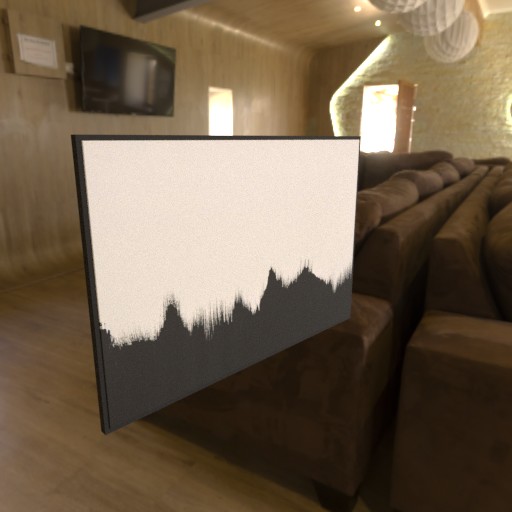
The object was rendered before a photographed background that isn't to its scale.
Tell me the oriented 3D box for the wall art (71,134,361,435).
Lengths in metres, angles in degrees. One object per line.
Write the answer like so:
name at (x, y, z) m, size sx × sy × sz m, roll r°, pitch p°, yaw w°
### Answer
wall art at (0.000, 0.000, 1.535) m, size 1.190 × 0.805 × 0.028 m, roll -14°, pitch 20°, yaw -43°
